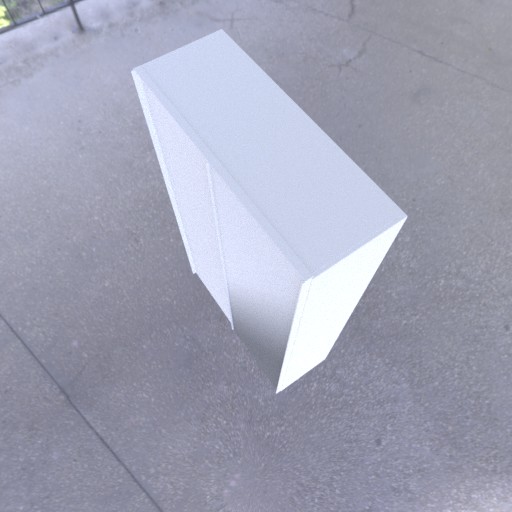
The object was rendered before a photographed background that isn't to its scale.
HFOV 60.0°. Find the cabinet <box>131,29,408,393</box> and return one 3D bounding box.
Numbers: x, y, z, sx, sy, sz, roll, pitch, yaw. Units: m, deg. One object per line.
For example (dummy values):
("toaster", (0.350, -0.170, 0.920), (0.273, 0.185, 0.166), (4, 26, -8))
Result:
("cabinet", (0.000, 0.000, 2.741), (0.480, 2.160, 1.250), (-32, 68, -15))
